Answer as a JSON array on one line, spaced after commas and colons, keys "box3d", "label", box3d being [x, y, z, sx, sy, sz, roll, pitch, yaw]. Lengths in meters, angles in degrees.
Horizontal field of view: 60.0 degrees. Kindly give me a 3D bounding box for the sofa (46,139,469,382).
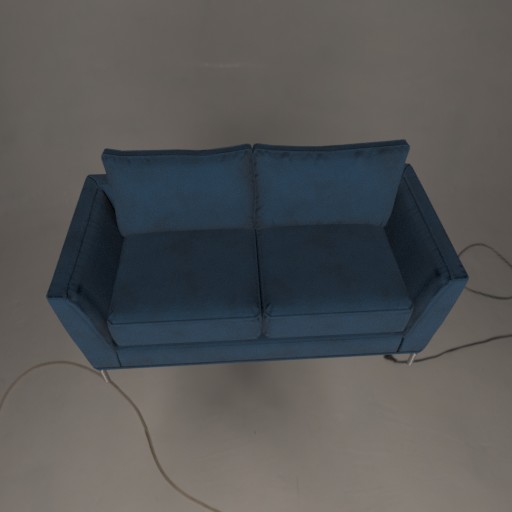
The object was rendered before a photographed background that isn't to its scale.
[{"box3d": [0.000, 0.000, 2.295, 1.770, 1.002, 0.853, -3, 47, -2], "label": "sofa"}]
